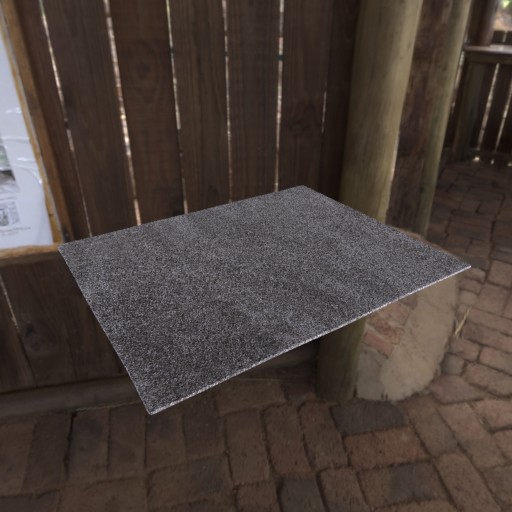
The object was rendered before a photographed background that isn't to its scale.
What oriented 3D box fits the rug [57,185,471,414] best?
[{"bbox_3d":[0.000,0.000,4.095,3.000,0.025,2.401,-18,34,-28],"label":"rug"}]
